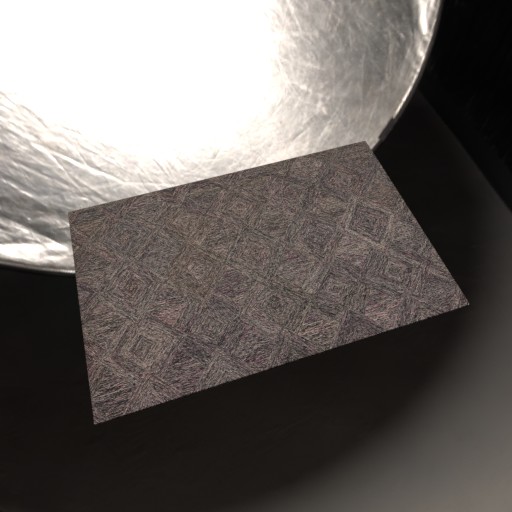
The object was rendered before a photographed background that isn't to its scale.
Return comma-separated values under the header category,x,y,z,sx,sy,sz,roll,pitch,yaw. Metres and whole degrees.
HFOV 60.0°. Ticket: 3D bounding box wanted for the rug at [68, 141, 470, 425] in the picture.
category,x,y,z,sx,sy,sz,roll,pitch,yaw
rug,0.000,0.000,2.931,2.298,0.017,1.501,-15,59,-9
